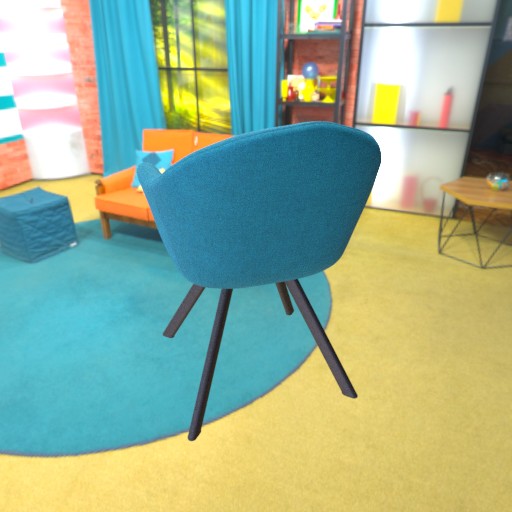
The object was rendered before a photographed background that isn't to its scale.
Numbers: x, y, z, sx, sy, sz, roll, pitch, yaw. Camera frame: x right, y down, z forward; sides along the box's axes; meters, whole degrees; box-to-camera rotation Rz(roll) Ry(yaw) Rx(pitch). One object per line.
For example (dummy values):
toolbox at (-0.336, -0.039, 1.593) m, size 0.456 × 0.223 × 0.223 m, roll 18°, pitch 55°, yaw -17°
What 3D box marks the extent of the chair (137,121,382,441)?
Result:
chair at (0.000, 0.000, 1.179) m, size 0.545 × 0.775 × 0.565 m, roll -8°, pitch 27°, yaw -17°
